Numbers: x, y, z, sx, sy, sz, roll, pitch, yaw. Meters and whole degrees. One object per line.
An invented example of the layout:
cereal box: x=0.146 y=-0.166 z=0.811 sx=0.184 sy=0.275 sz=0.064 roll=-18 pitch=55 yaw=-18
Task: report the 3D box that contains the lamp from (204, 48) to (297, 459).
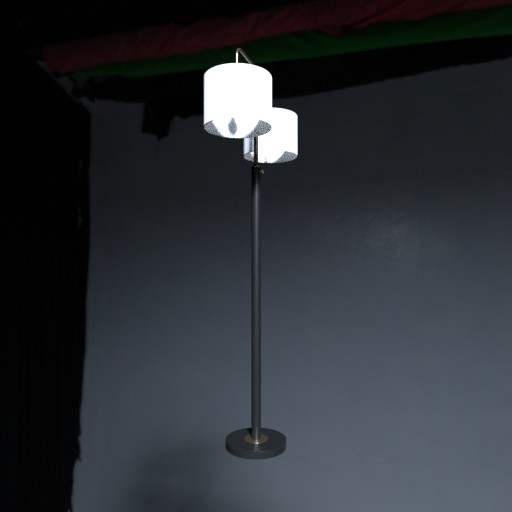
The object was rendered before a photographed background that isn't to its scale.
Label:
lamp: x=0.000 y=0.000 z=1.865 sx=0.254 sy=1.587 sz=0.711 roll=0 pitch=-1 yaw=17
